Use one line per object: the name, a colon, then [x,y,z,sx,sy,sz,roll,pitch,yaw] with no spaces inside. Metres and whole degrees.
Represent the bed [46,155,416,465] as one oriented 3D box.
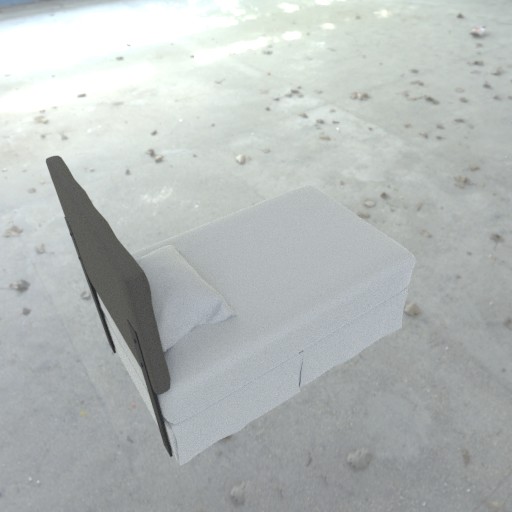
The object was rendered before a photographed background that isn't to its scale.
bed: [0.000,0.000,2.949,1.997,1.571,1.261,-25,47,-25]
